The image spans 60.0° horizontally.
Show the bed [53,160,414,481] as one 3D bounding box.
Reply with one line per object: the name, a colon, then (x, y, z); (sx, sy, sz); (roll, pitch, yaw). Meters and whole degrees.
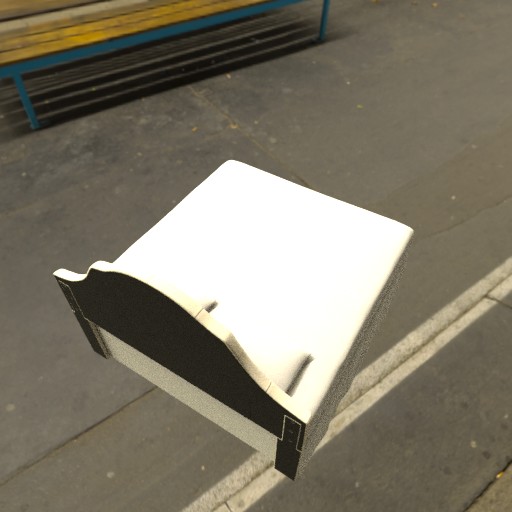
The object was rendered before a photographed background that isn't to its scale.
bed: (0.000, 0.000, 3.409); (2.012, 1.555, 2.086); (25, 53, 21)
